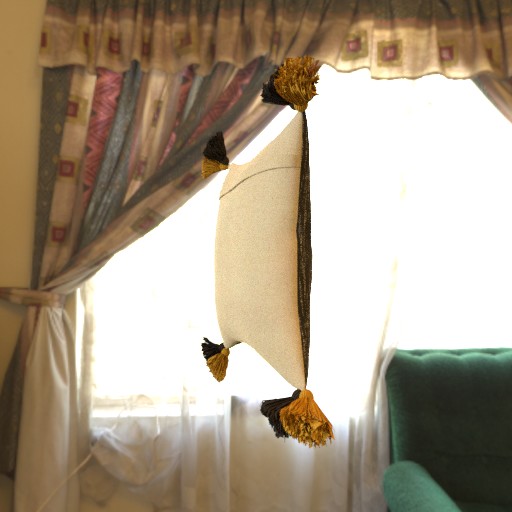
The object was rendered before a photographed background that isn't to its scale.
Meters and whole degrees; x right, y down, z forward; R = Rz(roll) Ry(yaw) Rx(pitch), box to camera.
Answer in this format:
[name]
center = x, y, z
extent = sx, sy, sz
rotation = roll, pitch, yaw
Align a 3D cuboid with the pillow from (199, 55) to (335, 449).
[pillow]
center = 0.000, 0.000, 0.956
extent = 0.139, 0.659, 0.654
rotation = 0, -1, -19
